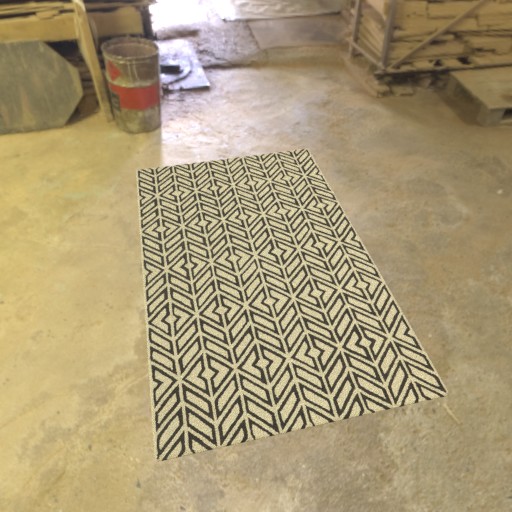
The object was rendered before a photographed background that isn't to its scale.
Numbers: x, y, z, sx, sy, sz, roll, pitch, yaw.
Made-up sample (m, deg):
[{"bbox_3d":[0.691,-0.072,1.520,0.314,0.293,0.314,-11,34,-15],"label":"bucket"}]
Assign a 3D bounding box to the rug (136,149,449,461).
[{"bbox_3d":[0.000,0.000,3.025,1.523,0.008,2.438,-9,46,-9],"label":"rug"}]
